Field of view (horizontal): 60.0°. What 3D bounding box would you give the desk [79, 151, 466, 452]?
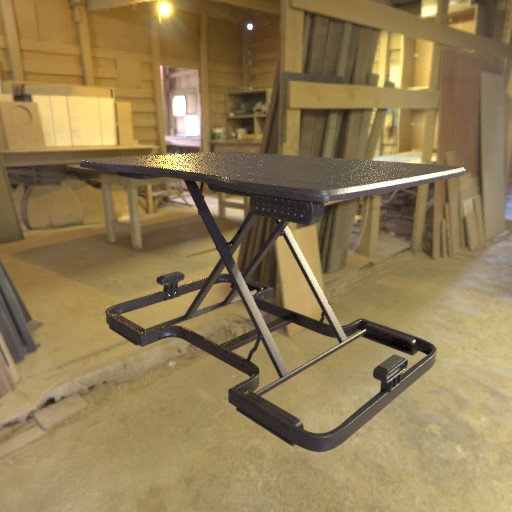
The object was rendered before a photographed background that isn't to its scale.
[{"bbox_3d":[0.000,0.000,1.138,0.820,0.470,0.546,16,23,43],"label":"desk"}]
